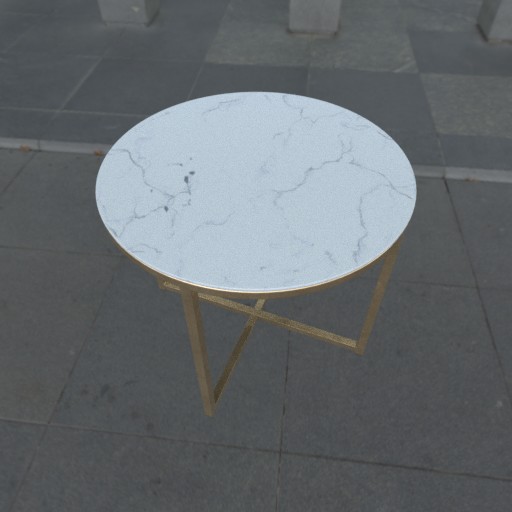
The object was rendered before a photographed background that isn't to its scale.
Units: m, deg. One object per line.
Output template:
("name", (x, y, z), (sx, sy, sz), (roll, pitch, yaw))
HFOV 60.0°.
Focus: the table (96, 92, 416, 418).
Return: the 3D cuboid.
("table", (0.000, 0.000, 0.864), (0.500, 0.420, 0.500), (0, 47, 0))
